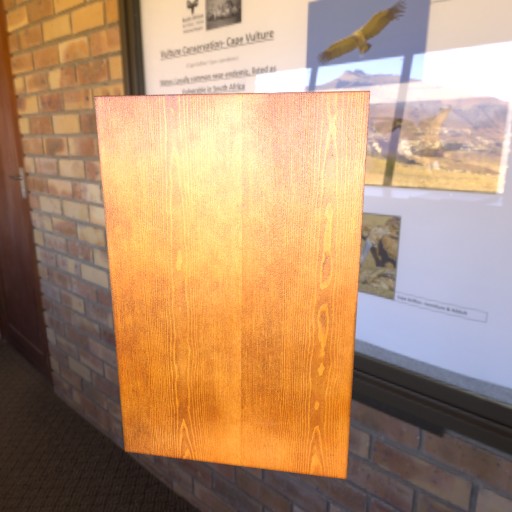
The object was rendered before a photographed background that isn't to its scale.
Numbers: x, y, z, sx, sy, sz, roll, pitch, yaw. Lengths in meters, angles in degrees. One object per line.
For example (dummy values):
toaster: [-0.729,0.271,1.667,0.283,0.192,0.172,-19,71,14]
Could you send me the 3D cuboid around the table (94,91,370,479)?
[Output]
table: [0.000,0.000,0.952,0.400,0.605,0.550,2,15,10]
